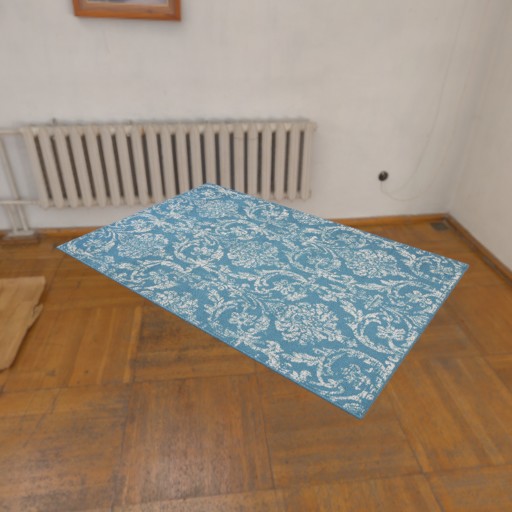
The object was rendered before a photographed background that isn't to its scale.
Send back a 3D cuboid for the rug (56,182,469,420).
[{"bbox_3d":[0.000,0.000,3.519,2.746,0.018,1.816,22,37,32],"label":"rug"}]
